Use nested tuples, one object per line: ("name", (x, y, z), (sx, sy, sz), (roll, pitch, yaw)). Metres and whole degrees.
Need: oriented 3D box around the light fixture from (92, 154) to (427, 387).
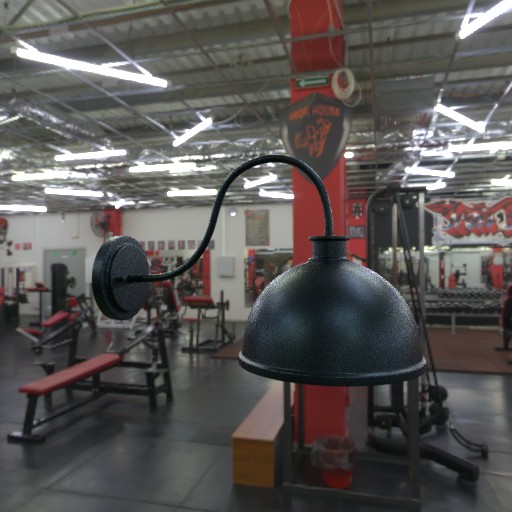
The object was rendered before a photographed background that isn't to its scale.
("light fixture", (0.000, 0.000, 0.651), (0.467, 0.295, 0.253), (0, -1, 17))
